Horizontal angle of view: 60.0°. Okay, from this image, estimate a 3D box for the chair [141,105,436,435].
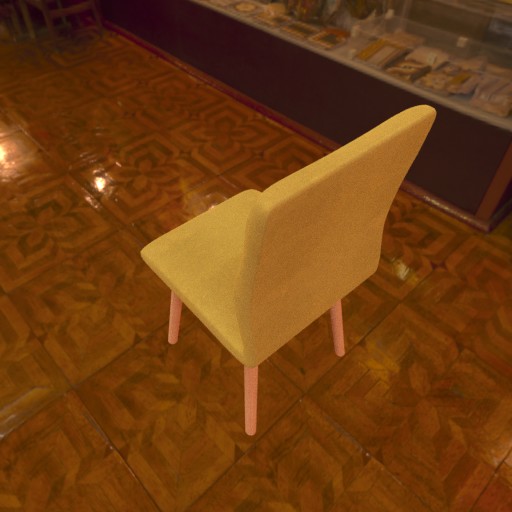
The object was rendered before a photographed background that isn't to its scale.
[{"bbox_3d":[0.000,0.000,1.231,0.450,0.965,0.550,-33,56,-26],"label":"chair"}]
